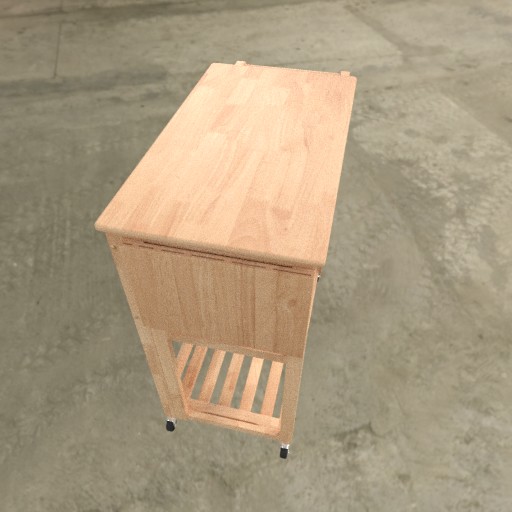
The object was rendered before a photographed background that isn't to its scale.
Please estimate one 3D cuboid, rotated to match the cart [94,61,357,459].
[{"bbox_3d":[0.000,0.000,1.377,0.432,0.879,0.853,10,47,9],"label":"cart"}]
